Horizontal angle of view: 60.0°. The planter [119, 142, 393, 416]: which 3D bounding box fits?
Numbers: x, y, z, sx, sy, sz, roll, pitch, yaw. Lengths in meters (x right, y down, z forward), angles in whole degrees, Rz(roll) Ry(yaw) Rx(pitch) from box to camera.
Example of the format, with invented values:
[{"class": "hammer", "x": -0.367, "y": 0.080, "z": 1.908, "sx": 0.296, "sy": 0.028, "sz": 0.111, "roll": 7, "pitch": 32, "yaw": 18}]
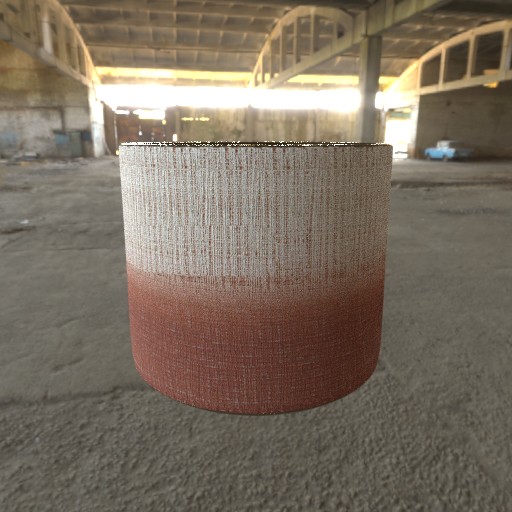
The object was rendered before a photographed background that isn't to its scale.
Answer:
[{"class": "planter", "x": 0.000, "y": 0.000, "z": 0.447, "sx": 0.254, "sy": 0.221, "sz": 0.254, "roll": 0, "pitch": 15, "yaw": 0}]
